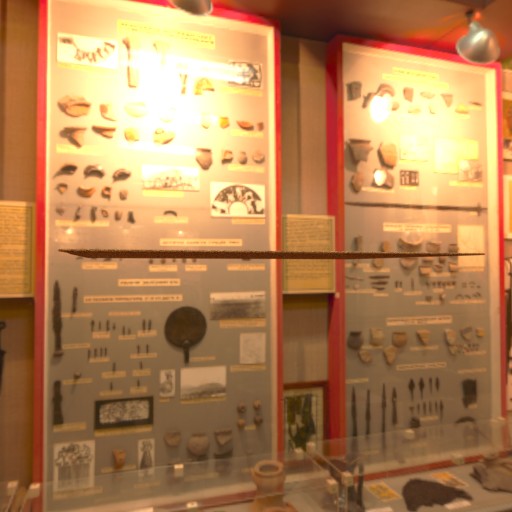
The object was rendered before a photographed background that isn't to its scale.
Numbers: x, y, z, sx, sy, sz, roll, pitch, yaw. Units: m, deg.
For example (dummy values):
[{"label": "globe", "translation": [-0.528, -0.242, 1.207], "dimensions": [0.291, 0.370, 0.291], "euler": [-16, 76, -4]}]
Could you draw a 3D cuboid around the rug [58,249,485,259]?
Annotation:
[{"label": "rug", "translation": [0.000, 0.000, 2.823], "dimensions": [2.141, 0.013, 1.566], "euler": [0, -1, -17]}]
